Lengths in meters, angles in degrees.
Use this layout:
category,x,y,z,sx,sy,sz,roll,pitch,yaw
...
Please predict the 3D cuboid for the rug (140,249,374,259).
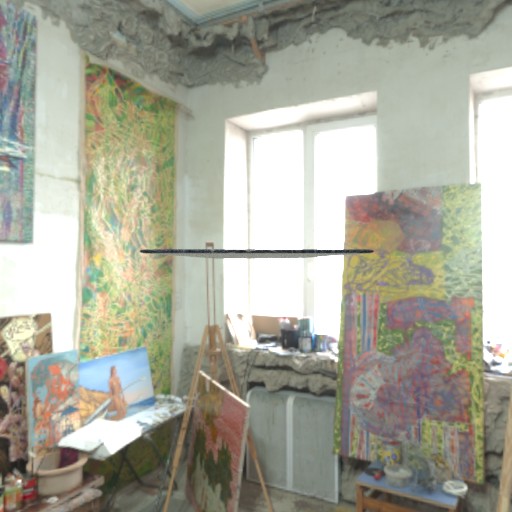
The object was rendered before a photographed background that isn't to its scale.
category,x,y,z,sx,sy,sz,roll,pitch,yaw
rug,0.000,0.000,2.487,0.719,0.013,2.306,0,-1,0
